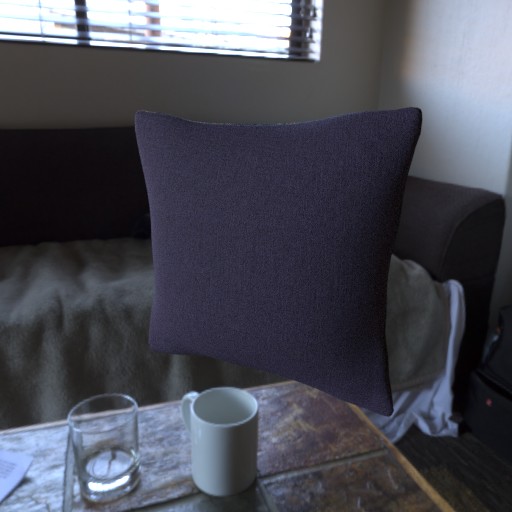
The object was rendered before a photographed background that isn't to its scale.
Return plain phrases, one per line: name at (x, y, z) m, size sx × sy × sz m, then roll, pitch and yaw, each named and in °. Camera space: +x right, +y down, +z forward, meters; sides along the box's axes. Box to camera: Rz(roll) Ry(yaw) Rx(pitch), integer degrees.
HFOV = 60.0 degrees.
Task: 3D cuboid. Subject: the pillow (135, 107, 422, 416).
pillow at (0.000, 0.000, 0.662) m, size 0.437 × 0.419 × 0.136 m, roll 8°, pitch 19°, yaw 26°
